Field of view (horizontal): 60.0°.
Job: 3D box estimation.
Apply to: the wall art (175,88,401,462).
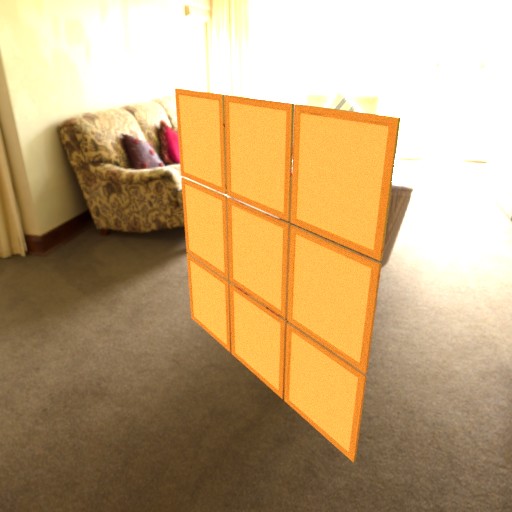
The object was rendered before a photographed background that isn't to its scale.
[{"bbox_3d":[0.000,0.000,2.268,0.013,1.523,1.517,-17,30,-33],"label":"wall art"}]
